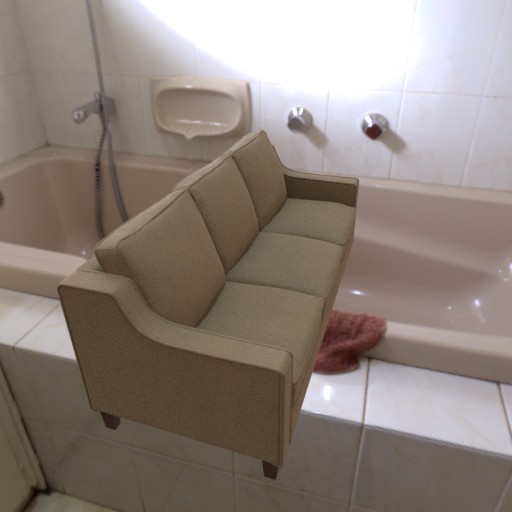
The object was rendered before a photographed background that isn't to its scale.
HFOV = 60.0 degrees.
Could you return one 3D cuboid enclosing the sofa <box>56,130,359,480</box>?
[{"bbox_3d":[0.000,0.000,2.499,0.911,0.974,1.986,10,31,16],"label":"sofa"}]
